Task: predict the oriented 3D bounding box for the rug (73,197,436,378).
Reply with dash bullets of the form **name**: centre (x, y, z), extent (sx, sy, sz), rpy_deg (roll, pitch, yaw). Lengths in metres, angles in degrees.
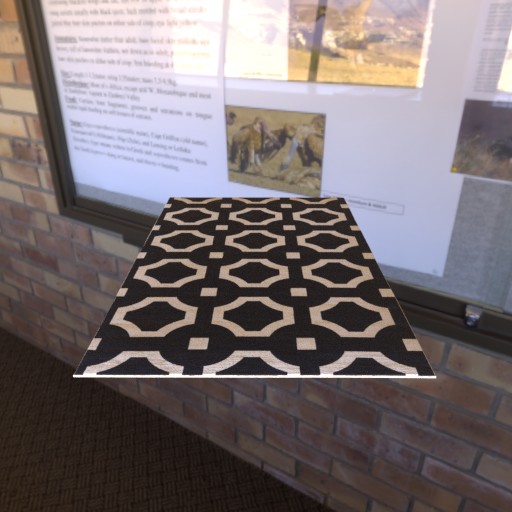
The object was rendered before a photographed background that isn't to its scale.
- **rug**: centre (0.000, 0.000, 2.913), extent (1.555, 0.016, 2.286), rpy_deg (0, 27, 0)
